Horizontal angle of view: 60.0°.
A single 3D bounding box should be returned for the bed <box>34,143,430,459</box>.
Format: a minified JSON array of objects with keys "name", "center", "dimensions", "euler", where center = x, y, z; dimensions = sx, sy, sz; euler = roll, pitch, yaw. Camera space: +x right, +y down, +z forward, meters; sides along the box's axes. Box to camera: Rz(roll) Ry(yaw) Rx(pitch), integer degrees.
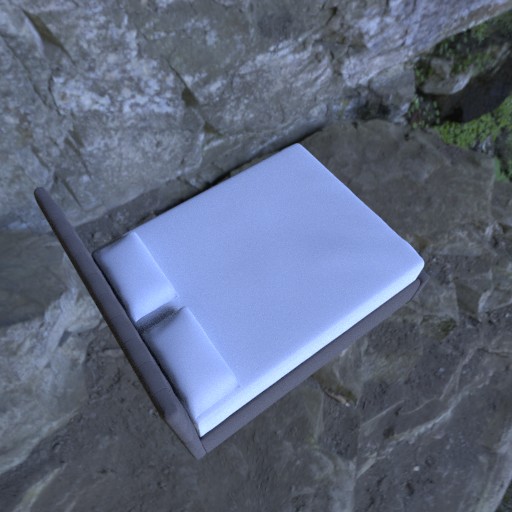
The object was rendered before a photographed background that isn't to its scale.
[{"name":"bed","center":[0.000,0.000,3.308],"dimensions":[2.233,1.426,1.696],"euler":[-31,63,-18]}]
